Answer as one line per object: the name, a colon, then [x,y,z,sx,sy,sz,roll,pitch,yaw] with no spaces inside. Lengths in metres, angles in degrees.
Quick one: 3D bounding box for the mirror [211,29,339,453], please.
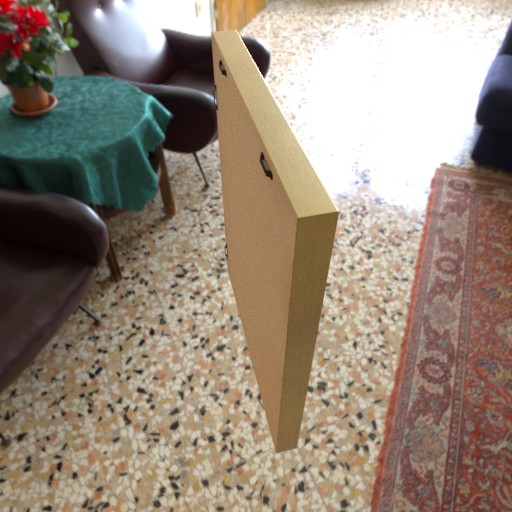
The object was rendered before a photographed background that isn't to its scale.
mirror: [0.000,0.000,0.673,0.041,0.508,0.405,-10,47,-9]
